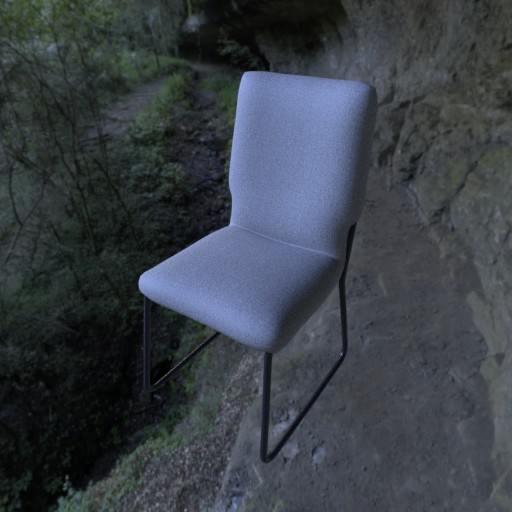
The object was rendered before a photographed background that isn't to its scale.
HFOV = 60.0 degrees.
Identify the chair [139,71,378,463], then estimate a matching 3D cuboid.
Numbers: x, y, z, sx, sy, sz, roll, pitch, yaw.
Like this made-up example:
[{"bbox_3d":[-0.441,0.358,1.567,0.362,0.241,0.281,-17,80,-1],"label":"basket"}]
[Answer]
[{"bbox_3d":[0.000,0.000,1.212,0.448,0.864,0.560,19,36,29],"label":"chair"}]
